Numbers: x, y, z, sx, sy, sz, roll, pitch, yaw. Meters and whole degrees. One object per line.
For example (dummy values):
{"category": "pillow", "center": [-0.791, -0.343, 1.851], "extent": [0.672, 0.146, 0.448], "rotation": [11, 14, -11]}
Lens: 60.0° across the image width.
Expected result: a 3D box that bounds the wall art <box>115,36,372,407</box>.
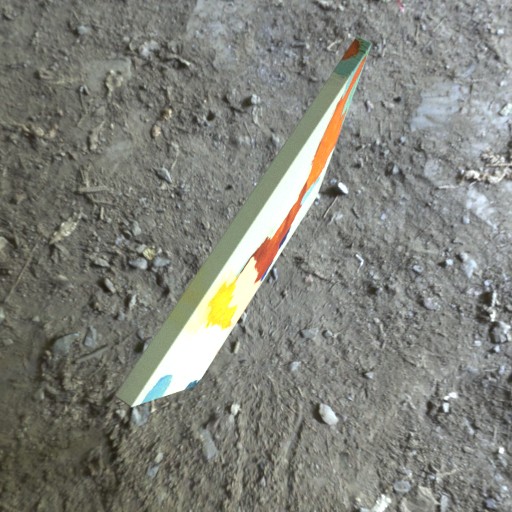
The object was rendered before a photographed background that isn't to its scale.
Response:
{"category": "wall art", "center": [0.000, 0.000, 1.494], "extent": [0.044, 1.017, 1.017], "rotation": [31, 78, 7]}
